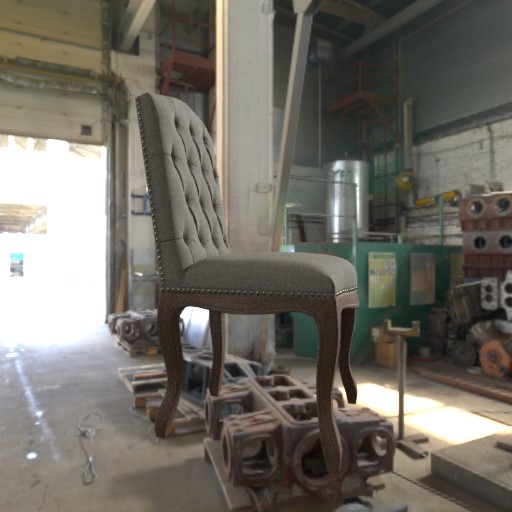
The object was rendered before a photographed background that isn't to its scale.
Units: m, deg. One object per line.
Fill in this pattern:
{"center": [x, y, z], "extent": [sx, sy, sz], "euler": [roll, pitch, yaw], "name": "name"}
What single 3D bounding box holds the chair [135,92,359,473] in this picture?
{"center": [0.000, 0.000, 1.611], "extent": [0.731, 1.191, 0.637], "euler": [0, 0, 17], "name": "chair"}
